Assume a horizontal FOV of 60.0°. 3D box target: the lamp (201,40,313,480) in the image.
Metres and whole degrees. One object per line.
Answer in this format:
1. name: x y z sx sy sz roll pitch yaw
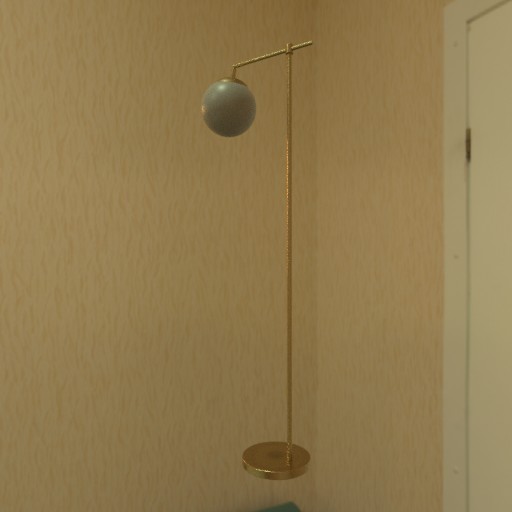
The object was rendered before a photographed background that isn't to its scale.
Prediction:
1. lamp: 0.000 0.000 1.664 0.476 1.505 0.249 0 0 35
